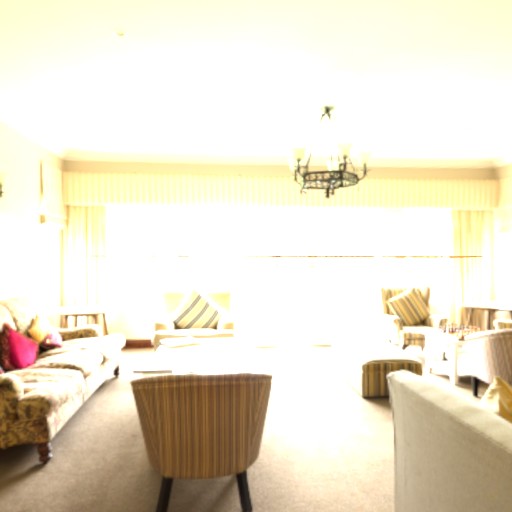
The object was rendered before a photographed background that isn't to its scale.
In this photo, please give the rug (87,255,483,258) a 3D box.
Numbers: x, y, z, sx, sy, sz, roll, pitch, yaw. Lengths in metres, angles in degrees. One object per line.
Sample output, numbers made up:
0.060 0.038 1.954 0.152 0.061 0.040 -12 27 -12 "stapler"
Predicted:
0.000 0.000 2.767 2.443 0.009 0.771 0 0 35 "rug"
